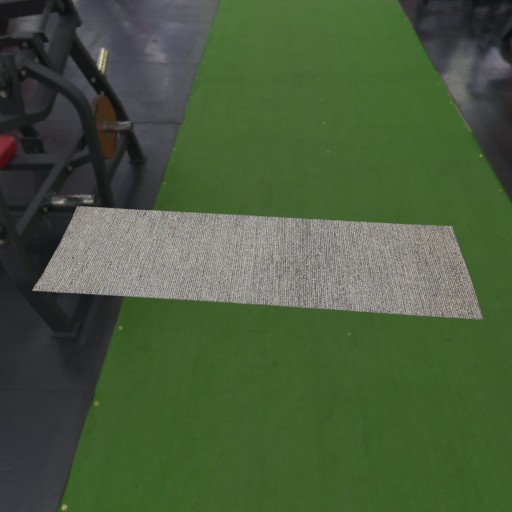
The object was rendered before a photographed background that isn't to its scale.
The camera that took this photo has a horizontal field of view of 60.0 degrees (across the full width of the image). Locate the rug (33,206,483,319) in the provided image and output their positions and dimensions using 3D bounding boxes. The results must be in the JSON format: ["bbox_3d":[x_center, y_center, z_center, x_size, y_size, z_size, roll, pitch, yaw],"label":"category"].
[{"bbox_3d":[0.000,0.000,2.508,2.335,0.013,0.697,3,46,3],"label":"rug"}]
